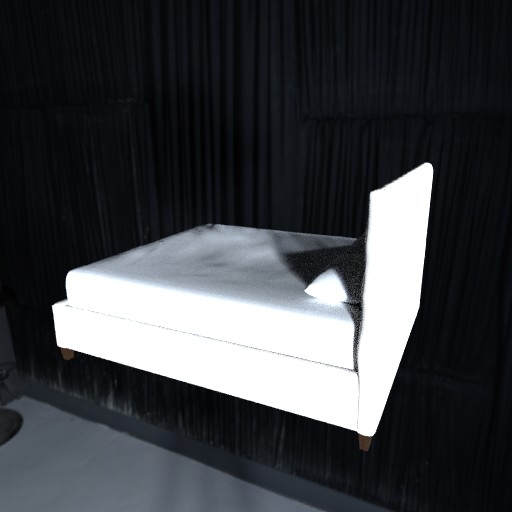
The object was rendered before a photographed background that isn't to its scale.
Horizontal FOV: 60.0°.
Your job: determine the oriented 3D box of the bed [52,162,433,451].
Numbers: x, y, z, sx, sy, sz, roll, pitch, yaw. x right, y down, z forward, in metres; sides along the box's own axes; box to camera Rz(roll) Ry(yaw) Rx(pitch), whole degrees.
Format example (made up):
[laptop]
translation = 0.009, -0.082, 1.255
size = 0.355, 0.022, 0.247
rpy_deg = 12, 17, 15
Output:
[bed]
translation = 0.000, 0.000, 3.586
size = 2.387, 1.427, 2.078
rpy_deg = 8, 17, 25
